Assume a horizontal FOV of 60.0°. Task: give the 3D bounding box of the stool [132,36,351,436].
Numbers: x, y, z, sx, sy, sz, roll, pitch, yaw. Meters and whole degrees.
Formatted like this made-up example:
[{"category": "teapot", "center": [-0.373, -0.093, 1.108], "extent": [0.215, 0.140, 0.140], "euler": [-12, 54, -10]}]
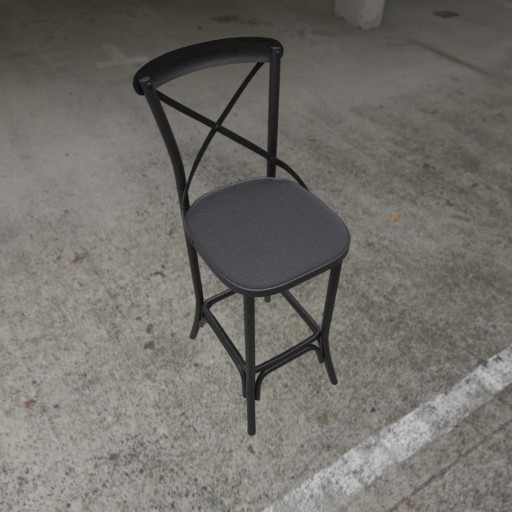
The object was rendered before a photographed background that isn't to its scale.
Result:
[{"category": "stool", "center": [0.000, 0.000, 1.452], "extent": [0.457, 1.168, 0.584], "euler": [-24, 50, -22]}]
